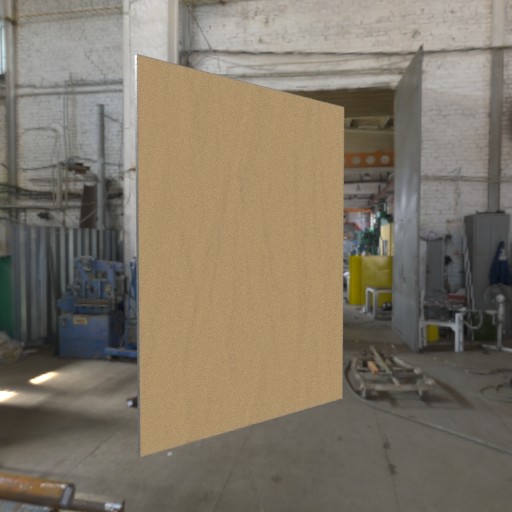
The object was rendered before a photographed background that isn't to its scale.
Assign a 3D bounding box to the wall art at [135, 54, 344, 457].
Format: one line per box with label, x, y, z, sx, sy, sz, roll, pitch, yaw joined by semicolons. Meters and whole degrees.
wall art;0.000;0.000;1.467;0.810;1.116;0.016;-1;2;-36
